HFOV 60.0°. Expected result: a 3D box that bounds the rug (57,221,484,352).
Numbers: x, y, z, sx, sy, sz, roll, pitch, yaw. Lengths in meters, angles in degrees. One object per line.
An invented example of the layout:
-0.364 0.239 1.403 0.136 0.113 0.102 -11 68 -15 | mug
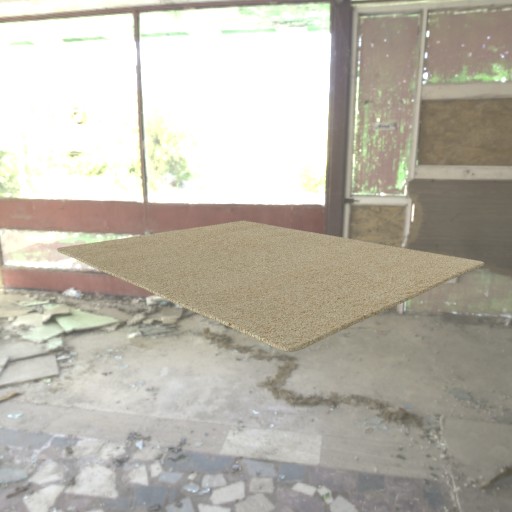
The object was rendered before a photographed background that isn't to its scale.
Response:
0.000 0.000 3.927 2.401 0.025 3.001 -13 19 -42 | rug
